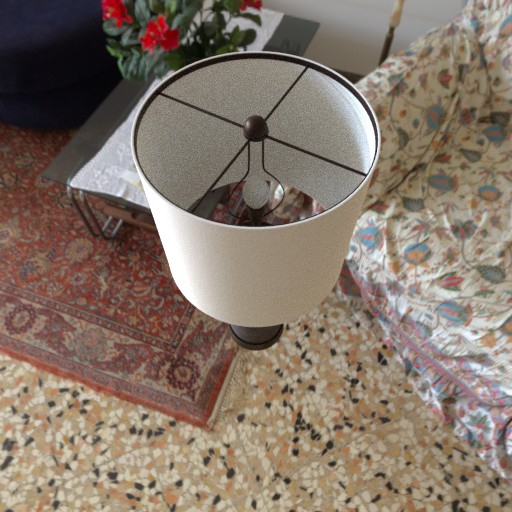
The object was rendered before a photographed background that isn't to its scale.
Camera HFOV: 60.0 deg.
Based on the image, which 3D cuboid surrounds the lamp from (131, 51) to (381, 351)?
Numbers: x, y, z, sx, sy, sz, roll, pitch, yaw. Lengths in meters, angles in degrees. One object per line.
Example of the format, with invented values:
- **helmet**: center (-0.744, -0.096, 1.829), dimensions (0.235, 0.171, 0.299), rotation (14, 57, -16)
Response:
- **lamp**: center (0.000, 0.000, 0.795), dimensions (0.301, 0.630, 0.301), rotation (-13, 60, -8)
